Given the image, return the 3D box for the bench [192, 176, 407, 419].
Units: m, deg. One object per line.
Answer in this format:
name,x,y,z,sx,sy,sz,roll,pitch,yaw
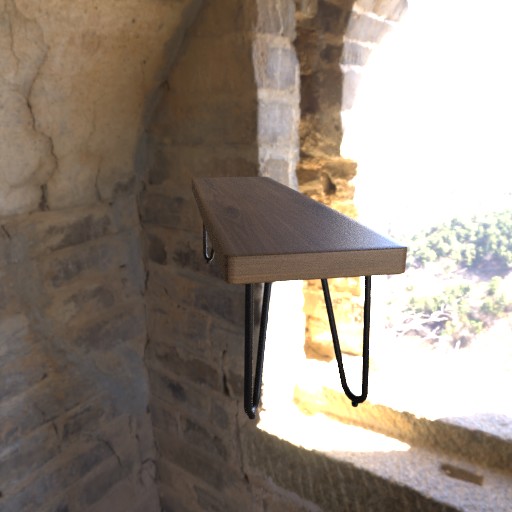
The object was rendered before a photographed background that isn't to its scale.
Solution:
bench,0.000,0.000,1.769,0.425,0.462,1.570,-3,16,-10
